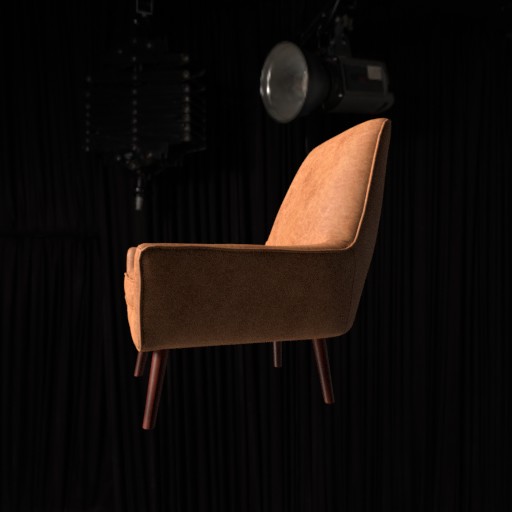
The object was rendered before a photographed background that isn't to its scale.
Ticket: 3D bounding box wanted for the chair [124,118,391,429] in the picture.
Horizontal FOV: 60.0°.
[{"bbox_3d":[0.000,0.000,1.503,0.851,0.883,0.753,0,0,-18],"label":"chair"}]
